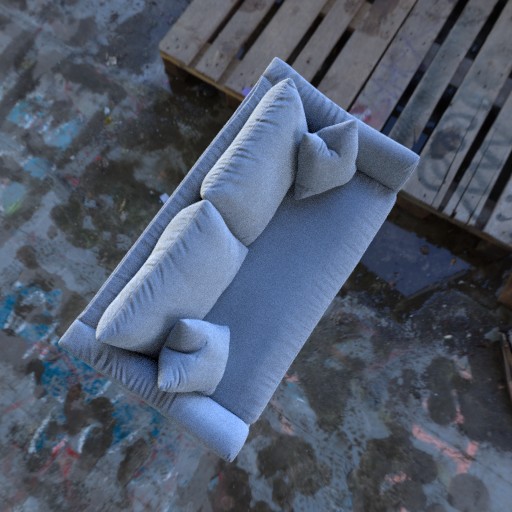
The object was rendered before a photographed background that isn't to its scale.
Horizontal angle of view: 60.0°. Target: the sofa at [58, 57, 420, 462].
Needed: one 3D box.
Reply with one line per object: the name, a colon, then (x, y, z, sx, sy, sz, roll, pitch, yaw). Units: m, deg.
sofa: (0.000, 0.000, 2.657, 1.072, 1.018, 2.010, 33, 78, 8)
